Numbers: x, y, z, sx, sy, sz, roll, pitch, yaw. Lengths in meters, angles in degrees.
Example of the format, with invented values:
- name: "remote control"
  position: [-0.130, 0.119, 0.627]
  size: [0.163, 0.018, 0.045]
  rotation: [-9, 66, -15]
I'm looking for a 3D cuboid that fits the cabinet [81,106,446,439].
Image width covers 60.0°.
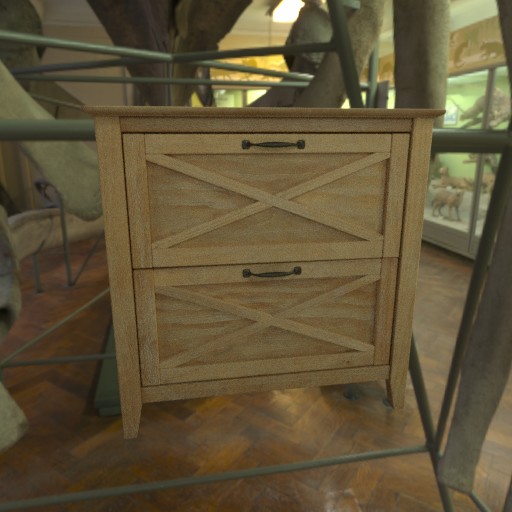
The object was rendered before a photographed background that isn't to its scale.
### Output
- name: "cabinet"
  position: [0.000, 0.000, 1.238]
  size: [0.763, 0.762, 0.503]
  rotation: [-3, 16, -9]
